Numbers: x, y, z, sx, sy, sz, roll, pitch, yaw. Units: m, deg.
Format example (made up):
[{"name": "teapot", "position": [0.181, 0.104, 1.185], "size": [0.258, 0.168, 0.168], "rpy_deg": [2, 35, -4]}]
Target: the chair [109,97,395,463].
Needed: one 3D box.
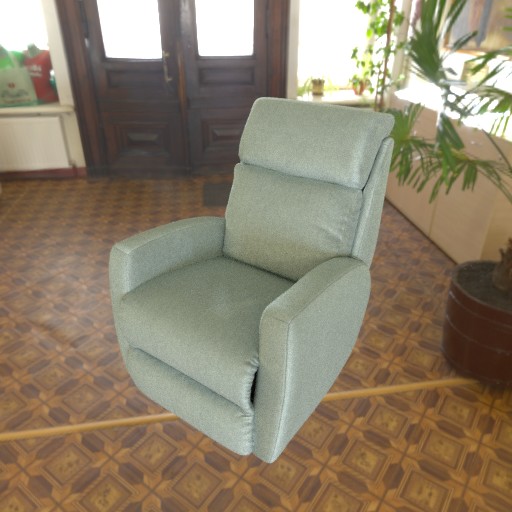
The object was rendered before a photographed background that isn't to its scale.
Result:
[{"name": "chair", "position": [0.000, 0.000, 1.689], "size": [0.812, 1.013, 0.940], "rpy_deg": [19, 35, 30]}]
